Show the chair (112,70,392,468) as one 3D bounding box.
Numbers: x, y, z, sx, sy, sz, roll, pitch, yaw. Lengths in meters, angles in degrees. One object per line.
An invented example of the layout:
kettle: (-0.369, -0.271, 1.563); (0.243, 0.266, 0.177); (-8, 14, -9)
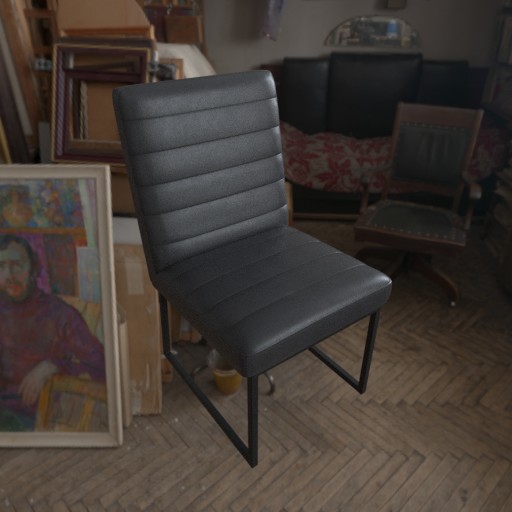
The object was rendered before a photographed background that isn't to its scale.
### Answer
chair: (0.000, 0.000, 1.316); (0.520, 0.930, 0.634); (-21, 37, -30)
